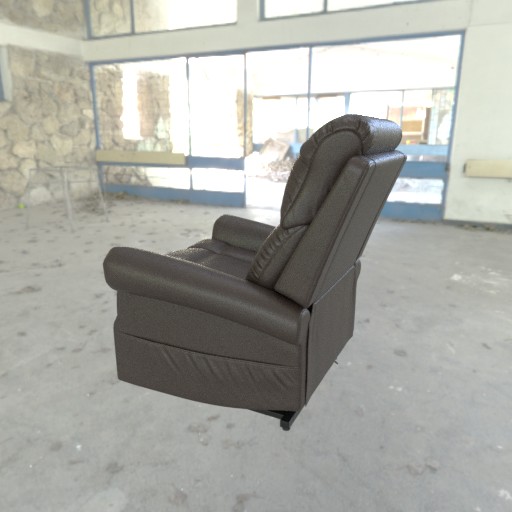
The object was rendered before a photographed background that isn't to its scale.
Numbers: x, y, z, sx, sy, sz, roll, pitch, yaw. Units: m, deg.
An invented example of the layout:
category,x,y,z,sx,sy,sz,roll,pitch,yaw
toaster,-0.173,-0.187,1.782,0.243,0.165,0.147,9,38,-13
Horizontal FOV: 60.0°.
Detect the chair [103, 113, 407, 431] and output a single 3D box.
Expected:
category,x,y,z,sx,sy,sz,roll,pitch,yaw
chair,0.000,0.000,1.730,0.978,1.028,0.869,7,17,26
